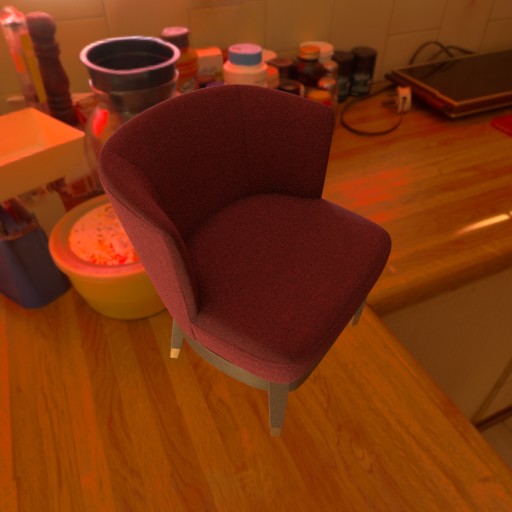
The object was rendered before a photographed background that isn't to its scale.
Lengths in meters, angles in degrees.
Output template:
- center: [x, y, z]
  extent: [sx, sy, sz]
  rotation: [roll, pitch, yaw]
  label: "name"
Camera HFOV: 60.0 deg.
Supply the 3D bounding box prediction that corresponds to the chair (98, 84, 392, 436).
- center: [0.000, 0.000, 1.296]
  extent: [0.660, 0.760, 0.700]
  rotation: [25, 48, 26]
  label: "chair"
